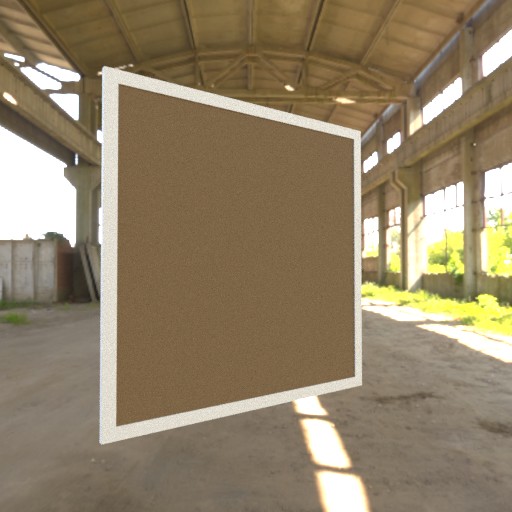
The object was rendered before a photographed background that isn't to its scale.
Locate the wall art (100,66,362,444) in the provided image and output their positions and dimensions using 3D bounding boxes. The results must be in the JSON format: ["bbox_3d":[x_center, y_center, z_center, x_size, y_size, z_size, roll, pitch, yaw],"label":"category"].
[{"bbox_3d":[0.000,0.000,1.190,0.812,0.812,0.015,1,-1,-35],"label":"wall art"}]
